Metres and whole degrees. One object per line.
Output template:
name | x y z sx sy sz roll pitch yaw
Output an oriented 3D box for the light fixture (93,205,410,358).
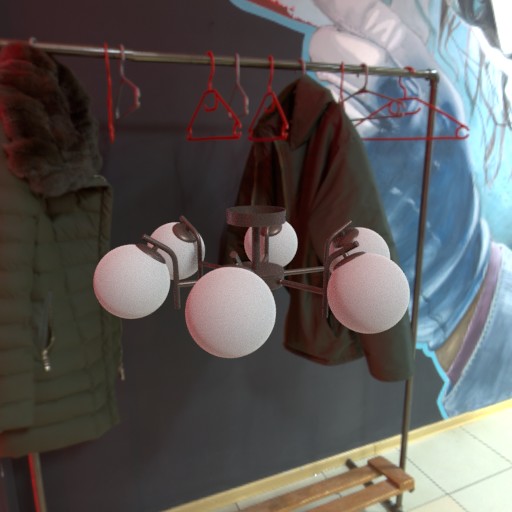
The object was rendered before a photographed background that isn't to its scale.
light fixture | 0.000 0.000 0.952 0.662 0.201 0.662 0 14 0
